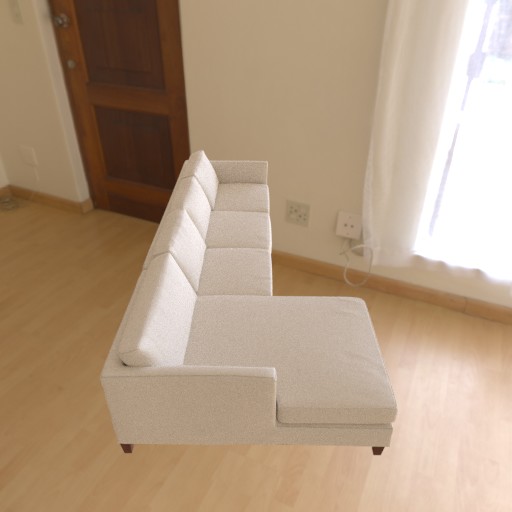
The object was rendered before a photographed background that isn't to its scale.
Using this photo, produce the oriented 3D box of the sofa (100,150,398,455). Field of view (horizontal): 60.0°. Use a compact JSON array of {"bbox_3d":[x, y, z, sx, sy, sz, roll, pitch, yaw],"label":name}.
[{"bbox_3d":[0.000,0.000,3.764,1.625,0.846,3.186,0,33,0],"label":"sofa"}]
